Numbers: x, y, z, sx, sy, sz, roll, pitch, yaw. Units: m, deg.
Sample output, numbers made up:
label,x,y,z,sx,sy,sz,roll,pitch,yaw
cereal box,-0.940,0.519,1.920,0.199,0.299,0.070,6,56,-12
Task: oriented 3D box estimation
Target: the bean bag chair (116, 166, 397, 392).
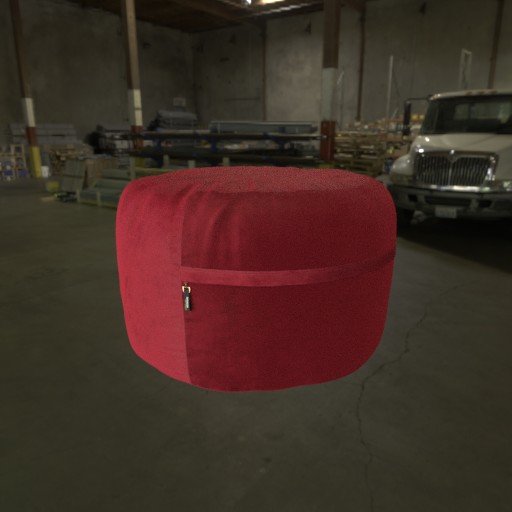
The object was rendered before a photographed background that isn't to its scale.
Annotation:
label,x,y,z,sx,sy,sz,roll,pitch,yaw
bean bag chair,0.000,0.000,2.034,1.219,0.762,1.219,0,16,0
